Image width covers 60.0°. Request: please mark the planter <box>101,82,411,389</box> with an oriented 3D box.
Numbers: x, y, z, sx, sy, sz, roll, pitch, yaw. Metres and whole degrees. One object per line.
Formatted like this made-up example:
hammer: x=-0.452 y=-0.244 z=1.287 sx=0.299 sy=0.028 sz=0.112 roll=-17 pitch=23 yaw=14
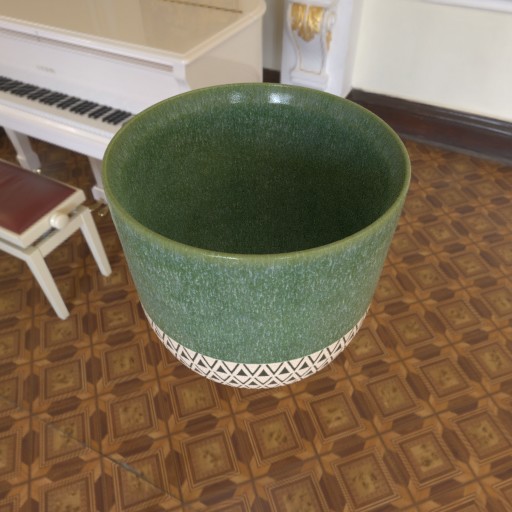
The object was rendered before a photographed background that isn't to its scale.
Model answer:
planter: x=0.000 y=0.000 z=0.486 sx=0.266 sy=0.270 sz=0.266 roll=0 pitch=46 yaw=0
